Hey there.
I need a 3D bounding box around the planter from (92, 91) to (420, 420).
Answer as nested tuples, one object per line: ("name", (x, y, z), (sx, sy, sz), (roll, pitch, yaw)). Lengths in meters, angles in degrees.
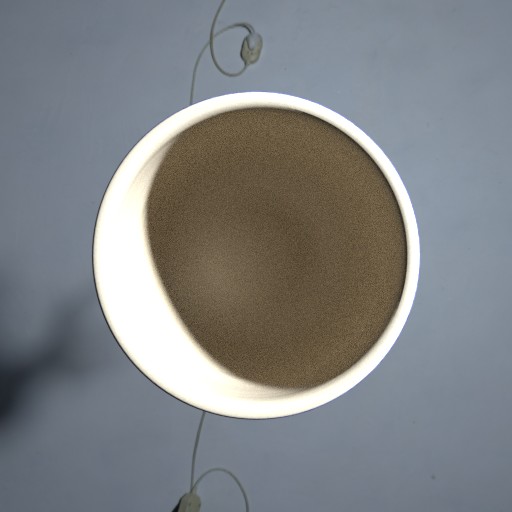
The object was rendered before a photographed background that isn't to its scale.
("planter", (0.000, 0.000, 0.292), (0.165, 0.149, 0.165), (0, 90, 0))
